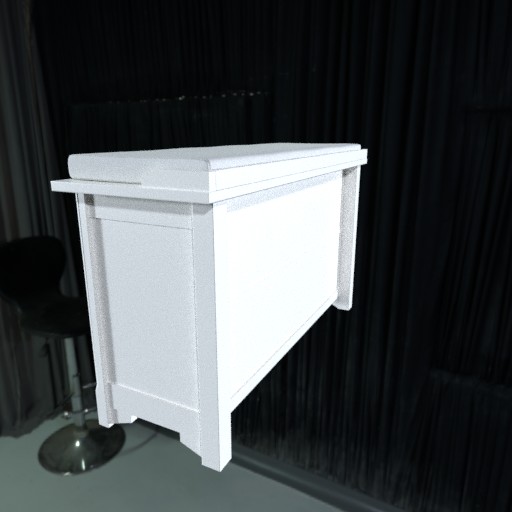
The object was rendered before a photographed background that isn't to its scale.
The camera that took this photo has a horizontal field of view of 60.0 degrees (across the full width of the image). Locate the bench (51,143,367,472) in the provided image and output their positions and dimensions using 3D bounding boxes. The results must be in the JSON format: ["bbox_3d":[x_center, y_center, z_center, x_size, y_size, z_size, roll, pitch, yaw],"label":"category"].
[{"bbox_3d":[0.000,0.000,1.232,0.346,0.589,0.987,8,18,26],"label":"bench"}]
